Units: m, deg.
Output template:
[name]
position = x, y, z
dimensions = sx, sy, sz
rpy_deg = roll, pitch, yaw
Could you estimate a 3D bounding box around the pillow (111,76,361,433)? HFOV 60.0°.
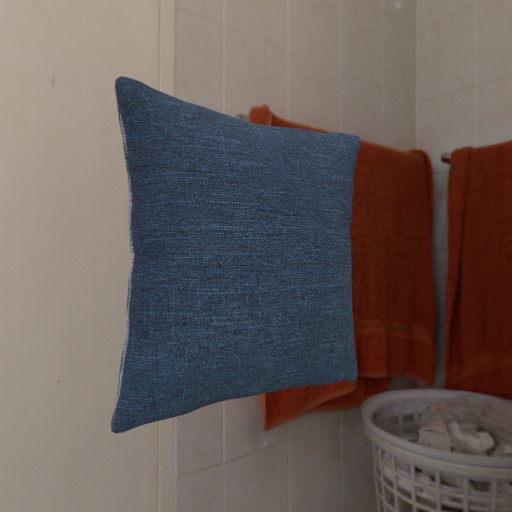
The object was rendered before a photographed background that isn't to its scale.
[pillow]
position = 0.000, 0.000, 0.665
dimensions = 0.435, 0.435, 0.159
rpy_deg = 0, 0, -36
